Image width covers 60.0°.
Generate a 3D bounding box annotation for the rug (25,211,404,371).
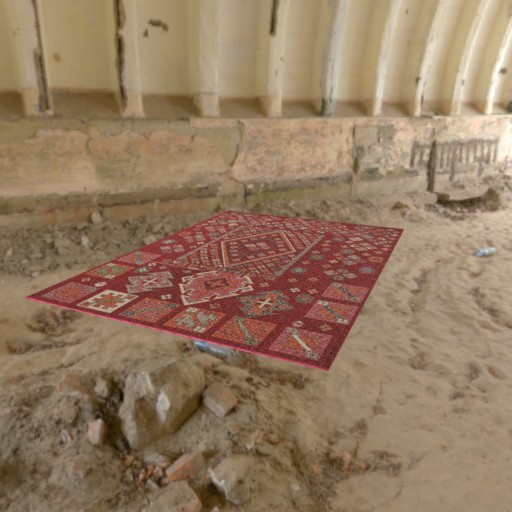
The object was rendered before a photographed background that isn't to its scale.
[{"bbox_3d":[0.000,0.000,4.339,2.389,0.011,3.306,8,20,23],"label":"rug"}]
